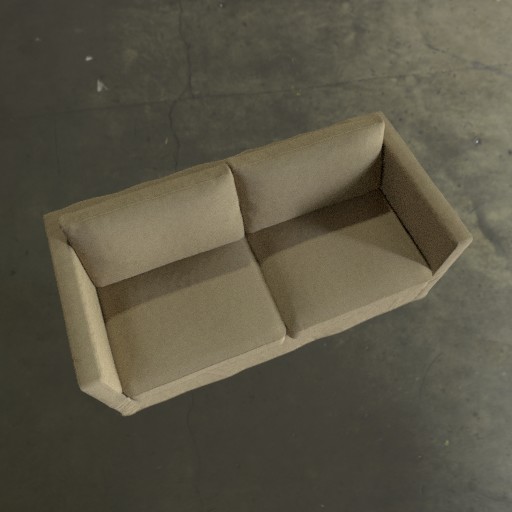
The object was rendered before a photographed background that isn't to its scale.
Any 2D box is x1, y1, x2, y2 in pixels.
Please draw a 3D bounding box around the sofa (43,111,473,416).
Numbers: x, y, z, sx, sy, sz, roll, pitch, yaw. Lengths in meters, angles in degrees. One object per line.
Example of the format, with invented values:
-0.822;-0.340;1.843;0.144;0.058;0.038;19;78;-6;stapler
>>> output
0.000;0.000;2.422;1.959;0.835;0.962;-19;64;-10;sofa
